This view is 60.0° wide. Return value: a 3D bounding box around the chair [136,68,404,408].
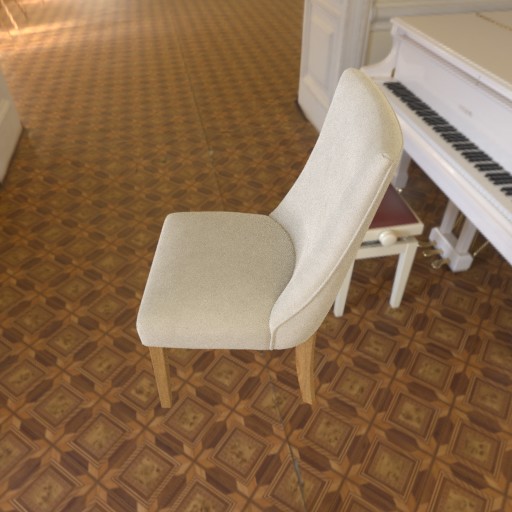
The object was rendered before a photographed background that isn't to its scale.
[{"bbox_3d":[0.000,0.000,1.265,0.610,0.902,0.495,1,41,1],"label":"chair"}]
